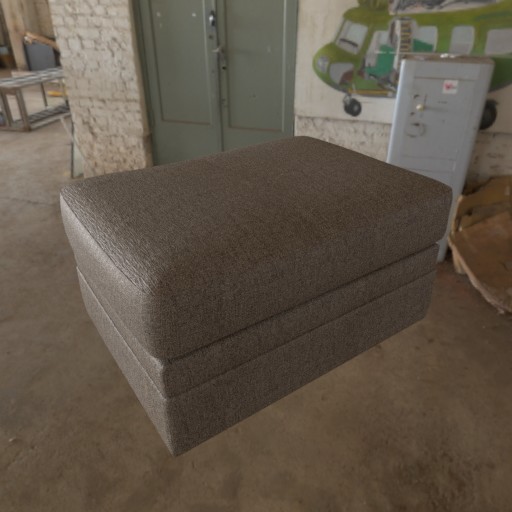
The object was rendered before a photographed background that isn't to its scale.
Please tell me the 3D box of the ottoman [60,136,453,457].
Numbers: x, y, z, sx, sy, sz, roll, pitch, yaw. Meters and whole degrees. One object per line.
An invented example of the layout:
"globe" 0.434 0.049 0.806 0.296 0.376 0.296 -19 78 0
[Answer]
"ottoman" 0.000 0.000 1.246 0.885 0.478 0.637 -19 36 -29
